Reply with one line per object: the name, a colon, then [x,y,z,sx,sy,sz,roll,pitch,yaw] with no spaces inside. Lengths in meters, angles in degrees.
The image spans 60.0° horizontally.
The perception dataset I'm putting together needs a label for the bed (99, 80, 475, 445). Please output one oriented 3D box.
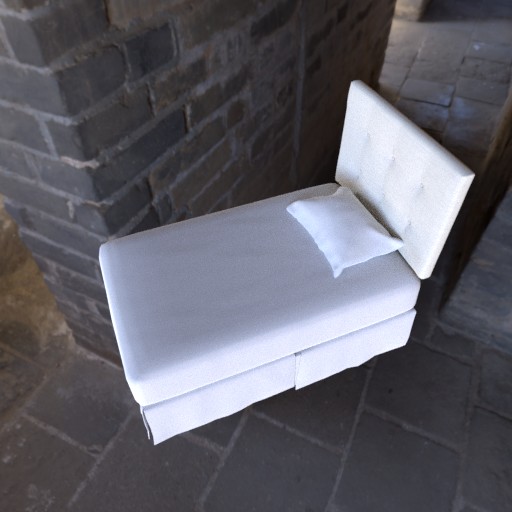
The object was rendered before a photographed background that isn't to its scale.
bed: [0.000,0.000,2.927,1.997,1.571,1.261,-17,49,-15]
